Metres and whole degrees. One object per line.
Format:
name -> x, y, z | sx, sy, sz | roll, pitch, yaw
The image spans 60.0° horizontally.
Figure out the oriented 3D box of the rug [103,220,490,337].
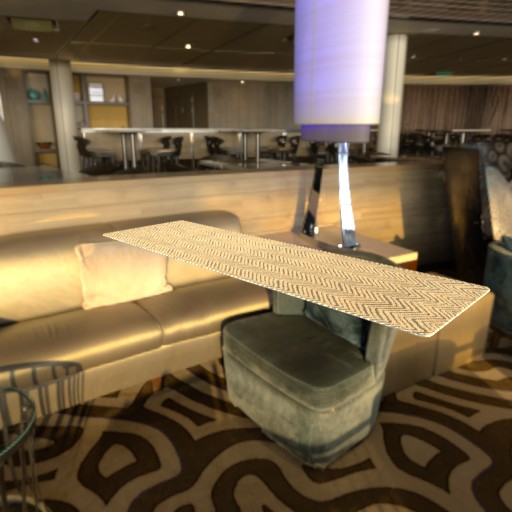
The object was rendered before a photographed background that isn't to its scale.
rug -> 0.000, 0.000, 2.518 | 2.286, 0.008, 0.686 | 15, 21, 42
